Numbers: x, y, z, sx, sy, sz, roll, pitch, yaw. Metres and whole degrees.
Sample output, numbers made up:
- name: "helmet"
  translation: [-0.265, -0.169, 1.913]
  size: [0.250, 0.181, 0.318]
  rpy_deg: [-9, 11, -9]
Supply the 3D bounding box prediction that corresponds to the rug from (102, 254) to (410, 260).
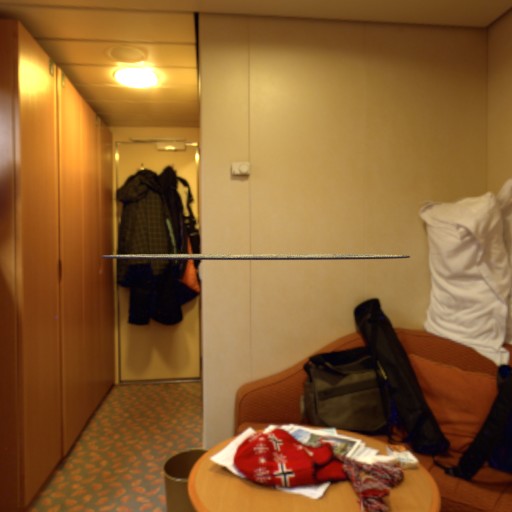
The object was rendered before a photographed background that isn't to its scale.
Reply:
- name: "rug"
  translation: [0.000, 0.000, 3.633]
  size: [2.386, 0.014, 2.386]
  rpy_deg: [0, 1, 0]
